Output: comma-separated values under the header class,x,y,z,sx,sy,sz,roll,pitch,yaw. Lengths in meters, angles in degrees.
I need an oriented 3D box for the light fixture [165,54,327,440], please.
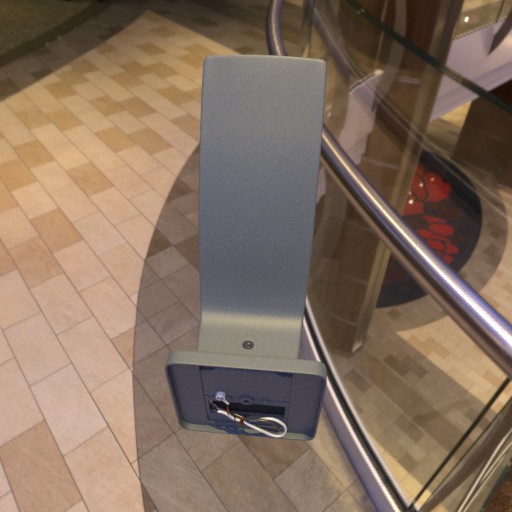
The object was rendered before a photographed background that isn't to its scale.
class,x,y,z,sx,sy,sz,roll,pitch,yaw
light fixture,0.000,0.000,0.330,0.108,0.243,0.174,4,44,4
